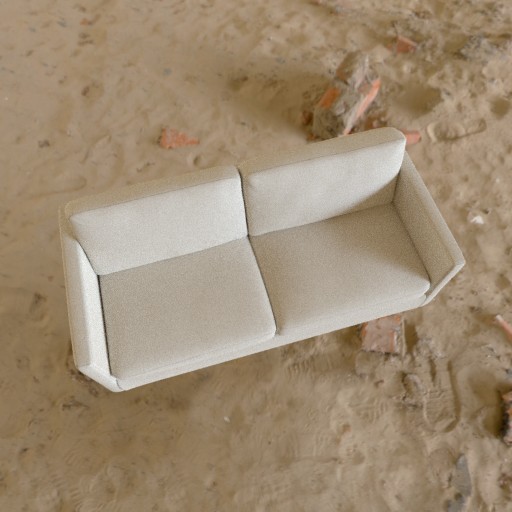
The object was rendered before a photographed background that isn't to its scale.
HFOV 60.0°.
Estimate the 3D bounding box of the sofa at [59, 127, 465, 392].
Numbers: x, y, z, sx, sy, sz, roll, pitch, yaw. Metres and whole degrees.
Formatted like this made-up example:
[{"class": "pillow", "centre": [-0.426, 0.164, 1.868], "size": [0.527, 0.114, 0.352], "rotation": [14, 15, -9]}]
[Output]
[{"class": "sofa", "centre": [0.000, 0.000, 2.532], "size": [1.981, 0.889, 0.965], "rotation": [-14, 64, -7]}]
